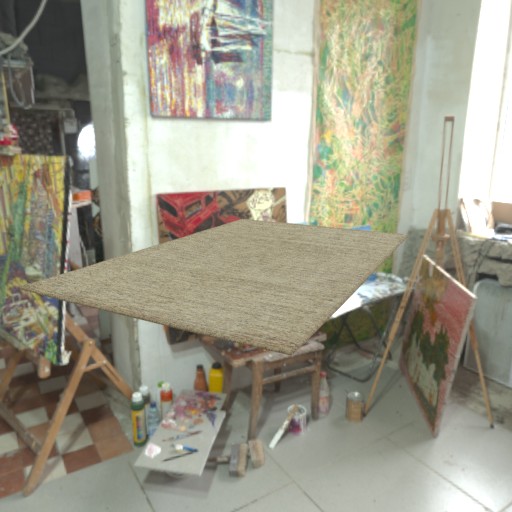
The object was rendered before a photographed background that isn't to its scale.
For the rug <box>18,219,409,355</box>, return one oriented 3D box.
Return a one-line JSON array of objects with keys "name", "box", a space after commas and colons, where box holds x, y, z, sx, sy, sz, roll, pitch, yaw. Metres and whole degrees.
[{"name": "rug", "box": [0.000, 0.000, 2.293, 1.211, 0.018, 1.822, 8, 17, 27]}]
